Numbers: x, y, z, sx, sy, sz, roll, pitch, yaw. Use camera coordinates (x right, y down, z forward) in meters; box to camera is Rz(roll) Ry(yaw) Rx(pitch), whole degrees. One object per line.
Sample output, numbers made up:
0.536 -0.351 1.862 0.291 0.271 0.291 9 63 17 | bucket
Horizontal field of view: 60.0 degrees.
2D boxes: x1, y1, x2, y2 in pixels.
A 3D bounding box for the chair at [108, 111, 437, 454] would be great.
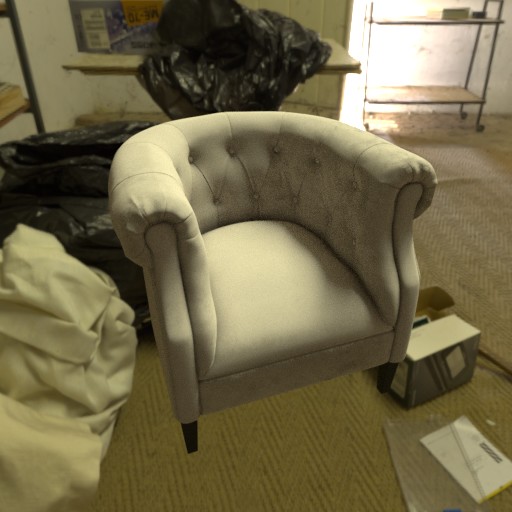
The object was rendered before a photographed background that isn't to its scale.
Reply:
0.000 0.000 1.553 0.904 0.826 0.851 -11 34 -17 | chair
